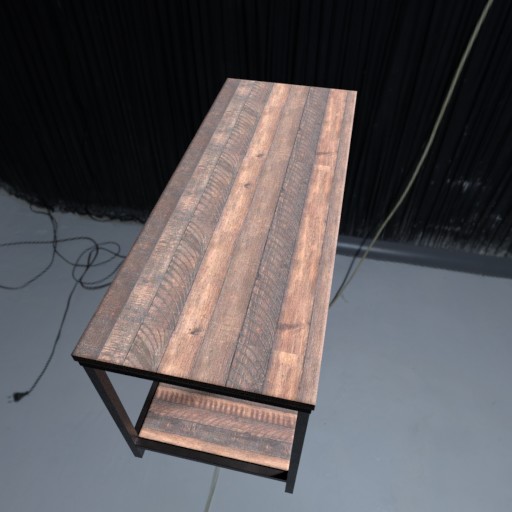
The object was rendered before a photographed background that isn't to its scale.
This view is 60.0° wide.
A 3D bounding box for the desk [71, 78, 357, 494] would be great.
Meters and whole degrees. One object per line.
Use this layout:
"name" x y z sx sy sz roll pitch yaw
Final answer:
"desk" 0.000 0.000 1.855 0.617 0.753 1.538 9 48 8
